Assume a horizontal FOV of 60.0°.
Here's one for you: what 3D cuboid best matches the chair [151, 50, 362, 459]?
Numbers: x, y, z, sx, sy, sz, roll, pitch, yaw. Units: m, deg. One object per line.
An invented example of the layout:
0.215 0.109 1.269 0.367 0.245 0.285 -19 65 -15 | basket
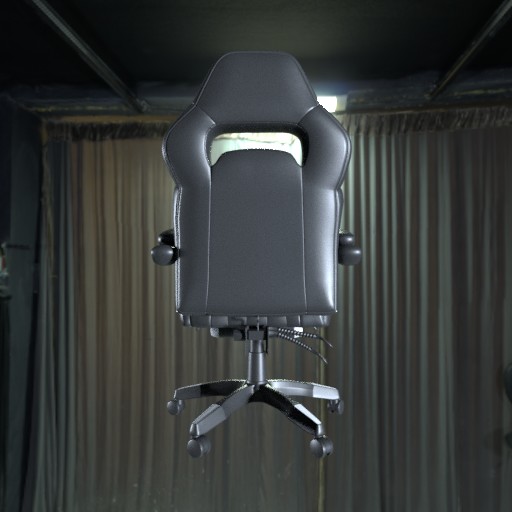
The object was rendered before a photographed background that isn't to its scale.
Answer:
0.000 0.000 1.604 0.676 1.200 0.700 0 -1 0 | chair
